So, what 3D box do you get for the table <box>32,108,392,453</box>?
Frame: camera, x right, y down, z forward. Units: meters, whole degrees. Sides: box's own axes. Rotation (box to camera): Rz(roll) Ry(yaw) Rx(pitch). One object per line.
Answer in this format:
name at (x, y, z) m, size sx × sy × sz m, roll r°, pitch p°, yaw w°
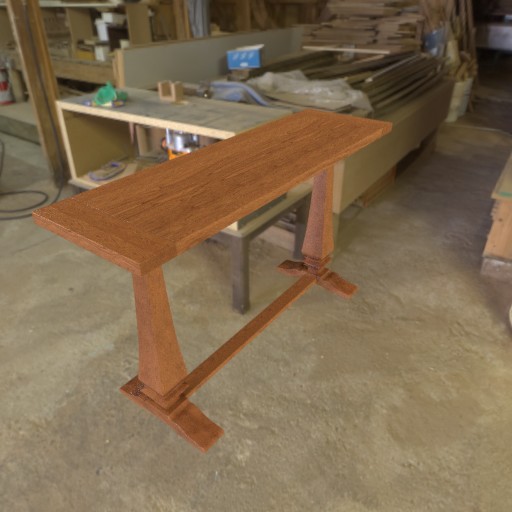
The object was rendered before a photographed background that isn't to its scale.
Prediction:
table at (0.000, 0.000, 1.842) m, size 0.461 × 0.852 × 1.478 m, roll 21°, pitch 38°, yaw 31°
